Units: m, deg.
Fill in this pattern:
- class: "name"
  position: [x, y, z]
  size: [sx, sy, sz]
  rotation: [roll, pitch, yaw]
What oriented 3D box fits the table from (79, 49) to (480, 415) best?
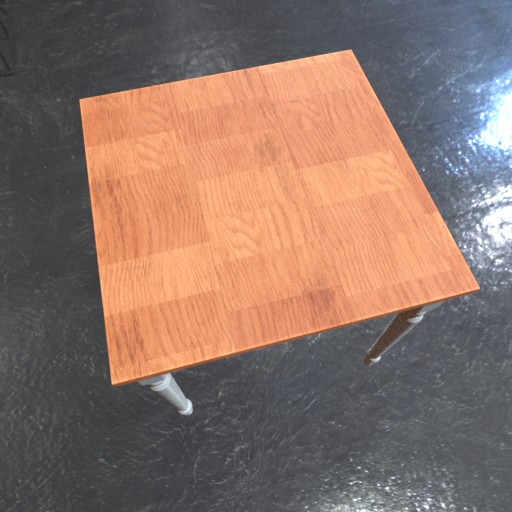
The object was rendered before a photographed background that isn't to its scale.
- class: "table"
  position: [0.000, 0.000, 1.351]
  size: [0.747, 0.738, 0.747]
  rotation: [-13, 63, -7]
